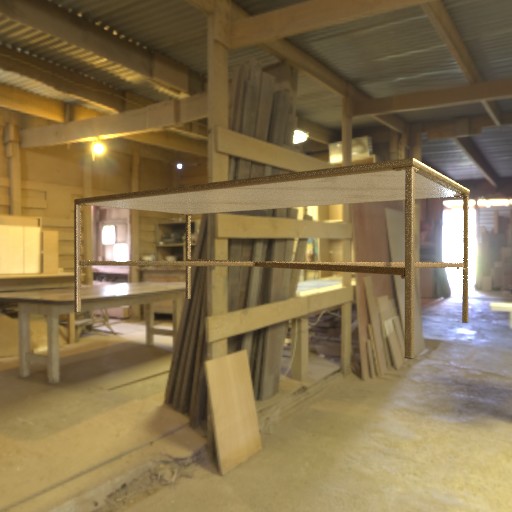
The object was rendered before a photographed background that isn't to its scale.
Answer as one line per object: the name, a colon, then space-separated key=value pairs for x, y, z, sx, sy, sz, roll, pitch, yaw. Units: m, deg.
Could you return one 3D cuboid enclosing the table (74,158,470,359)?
table: x=0.000 y=0.000 z=1.475 sx=1.197 sy=0.405 sz=0.577 roll=0 pitch=1 yaw=36
